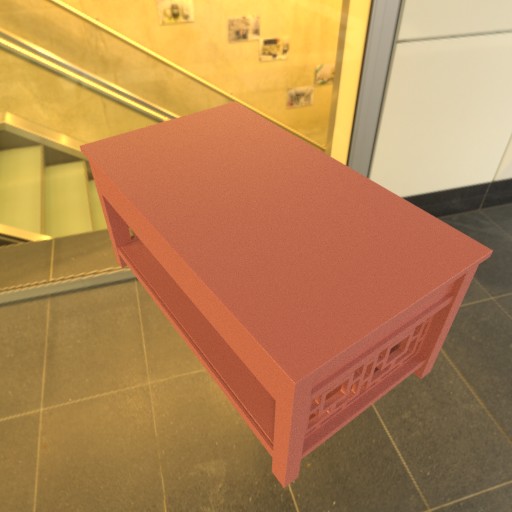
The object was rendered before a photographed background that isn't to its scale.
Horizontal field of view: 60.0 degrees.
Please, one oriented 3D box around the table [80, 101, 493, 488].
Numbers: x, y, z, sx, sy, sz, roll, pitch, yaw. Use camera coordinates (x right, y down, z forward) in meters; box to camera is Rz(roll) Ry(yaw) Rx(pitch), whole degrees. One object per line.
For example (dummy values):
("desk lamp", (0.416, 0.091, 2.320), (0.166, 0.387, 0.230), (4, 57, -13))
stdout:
("table", (0.000, 0.000, 1.387), (0.612, 0.493, 1.068), (-26, 48, -26))
